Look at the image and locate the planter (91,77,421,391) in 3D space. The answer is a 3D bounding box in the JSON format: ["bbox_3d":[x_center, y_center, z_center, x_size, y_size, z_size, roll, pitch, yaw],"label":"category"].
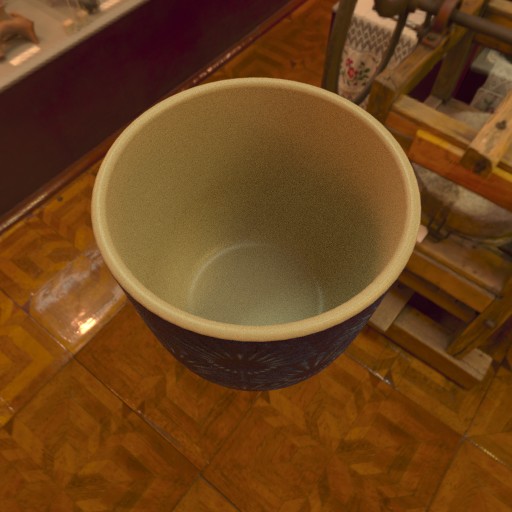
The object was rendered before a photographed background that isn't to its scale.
[{"bbox_3d":[0.000,0.000,0.215,0.124,0.109,0.124,0,60,0],"label":"planter"}]
